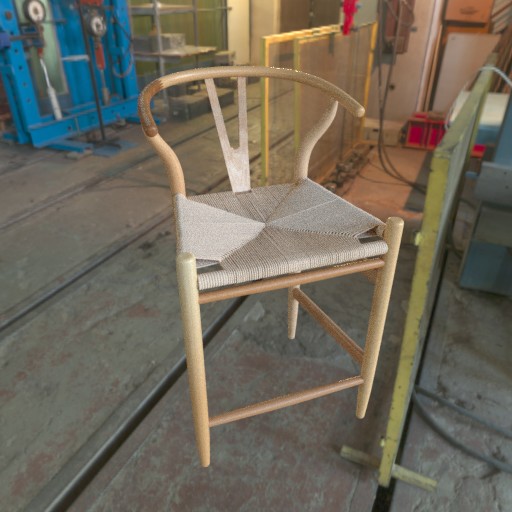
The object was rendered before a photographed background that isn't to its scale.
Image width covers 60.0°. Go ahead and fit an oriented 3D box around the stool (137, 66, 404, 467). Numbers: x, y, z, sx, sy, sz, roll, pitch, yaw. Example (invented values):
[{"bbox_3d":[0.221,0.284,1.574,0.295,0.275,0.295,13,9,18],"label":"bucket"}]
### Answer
[{"bbox_3d":[0.000,0.000,1.254,0.536,0.923,0.575,-10,33,-16],"label":"stool"}]
